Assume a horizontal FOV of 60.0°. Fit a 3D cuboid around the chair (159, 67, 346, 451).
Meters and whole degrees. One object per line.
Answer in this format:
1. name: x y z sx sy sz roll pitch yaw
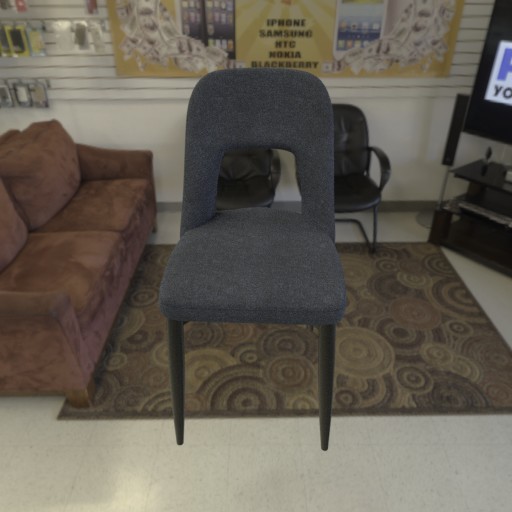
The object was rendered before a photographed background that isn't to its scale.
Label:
1. chair: 0.000 0.000 1.283 0.470 0.931 0.612 1 32 2
